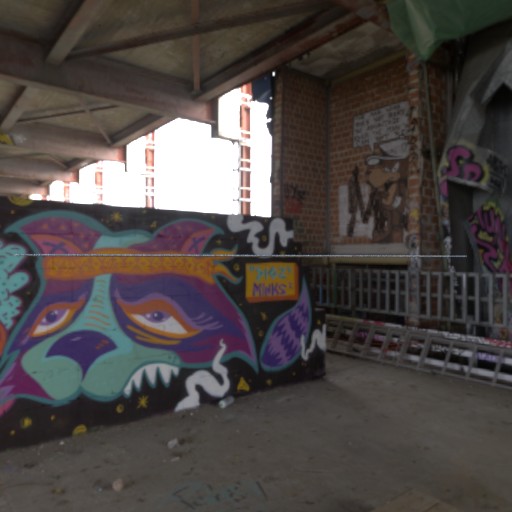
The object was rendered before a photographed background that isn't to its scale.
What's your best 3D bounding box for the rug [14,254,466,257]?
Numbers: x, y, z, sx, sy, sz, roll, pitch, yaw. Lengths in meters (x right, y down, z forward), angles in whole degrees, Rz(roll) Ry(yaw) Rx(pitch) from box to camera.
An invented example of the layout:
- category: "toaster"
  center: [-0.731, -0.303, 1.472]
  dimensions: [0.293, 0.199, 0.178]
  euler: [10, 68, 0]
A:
- category: "rug"
  center: [0.000, 0.000, 2.624]
  dimensions: [2.443, 0.008, 0.688]
  euler: [0, -1, -17]
